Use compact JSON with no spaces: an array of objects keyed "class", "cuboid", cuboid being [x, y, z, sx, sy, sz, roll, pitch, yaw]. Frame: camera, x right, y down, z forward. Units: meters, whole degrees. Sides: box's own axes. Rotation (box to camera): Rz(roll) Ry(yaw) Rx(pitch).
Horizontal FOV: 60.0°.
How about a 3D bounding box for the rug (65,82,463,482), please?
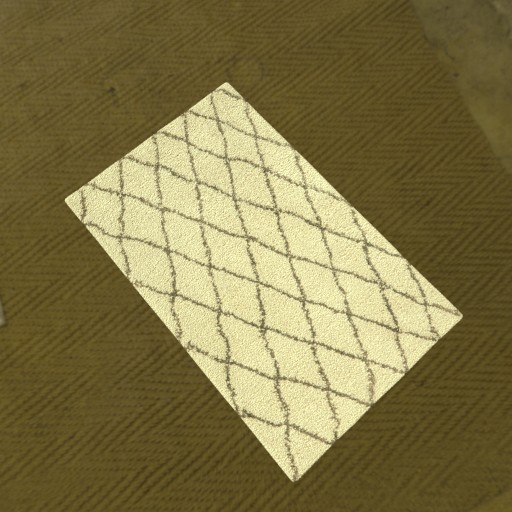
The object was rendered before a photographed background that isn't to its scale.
[{"class":"rug","cuboid":[0.000,0.000,3.055,1.524,0.030,2.438,-40,77,-11]}]
